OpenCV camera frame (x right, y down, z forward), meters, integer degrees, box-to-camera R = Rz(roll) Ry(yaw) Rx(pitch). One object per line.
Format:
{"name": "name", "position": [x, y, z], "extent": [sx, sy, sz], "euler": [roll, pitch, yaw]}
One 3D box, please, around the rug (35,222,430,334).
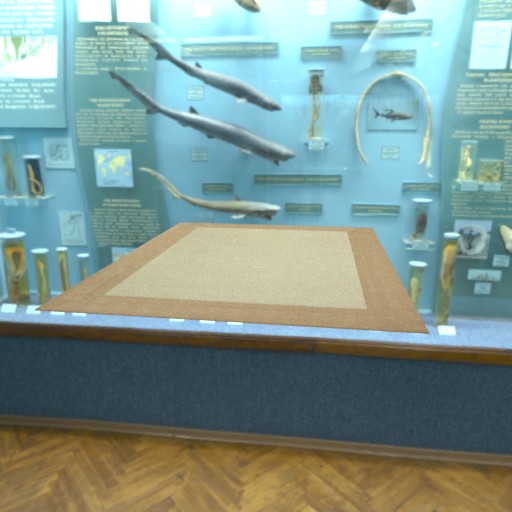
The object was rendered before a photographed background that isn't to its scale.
{"name": "rug", "position": [0.000, 0.000, 4.140], "extent": [2.438, 0.014, 3.048], "euler": [2, 15, 8]}
